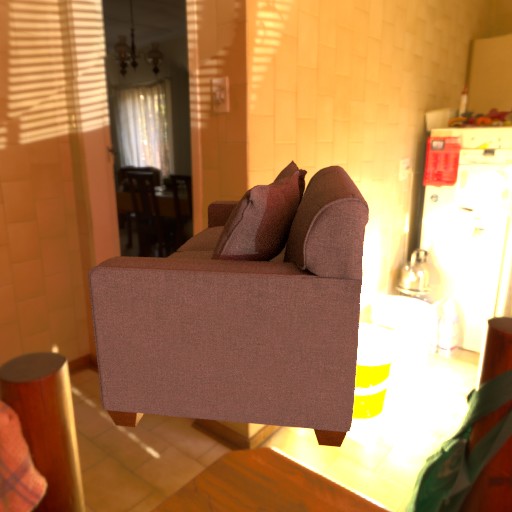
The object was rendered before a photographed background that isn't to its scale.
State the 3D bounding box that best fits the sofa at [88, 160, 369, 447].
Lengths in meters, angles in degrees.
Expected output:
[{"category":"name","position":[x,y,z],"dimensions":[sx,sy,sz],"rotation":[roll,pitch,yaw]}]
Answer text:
[{"category":"sofa","position":[0.000,0.000,2.401],"dimensions":[1.000,0.958,1.846],"rotation":[2,15,8]}]
